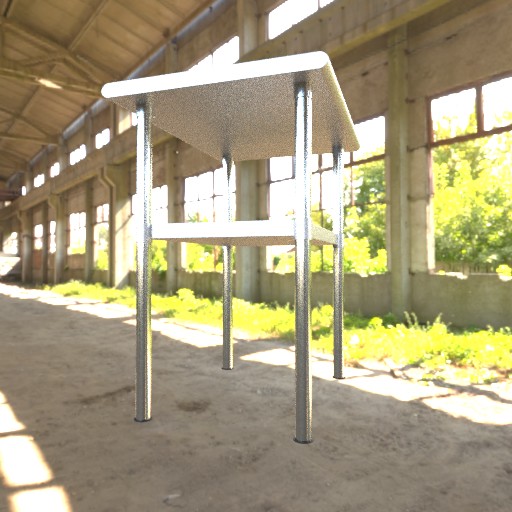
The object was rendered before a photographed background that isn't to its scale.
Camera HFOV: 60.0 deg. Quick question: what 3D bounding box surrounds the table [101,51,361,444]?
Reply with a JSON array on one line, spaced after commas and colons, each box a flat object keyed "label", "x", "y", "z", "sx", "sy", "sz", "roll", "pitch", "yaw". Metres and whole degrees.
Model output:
[{"label": "table", "x": 0.000, "y": 0.000, "z": 1.401, "sx": 0.584, "sy": 0.876, "sz": 0.762, "roll": 0, "pitch": -1, "yaw": 18}]
